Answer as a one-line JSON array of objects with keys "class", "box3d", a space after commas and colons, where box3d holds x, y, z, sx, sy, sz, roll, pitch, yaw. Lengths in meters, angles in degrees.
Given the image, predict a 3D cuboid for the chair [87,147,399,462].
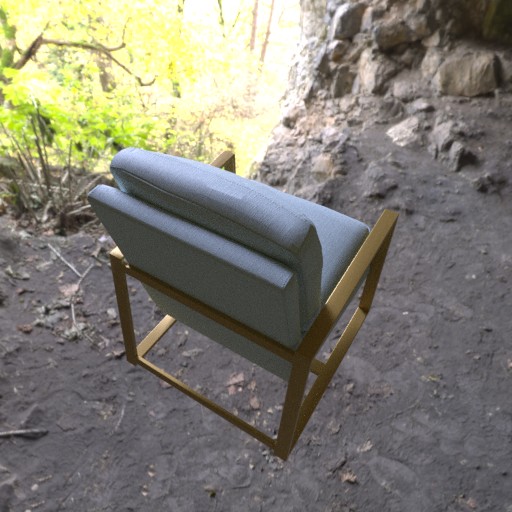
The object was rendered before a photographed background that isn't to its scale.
[{"class": "chair", "box3d": [0.000, 0.000, 1.586, 0.758, 0.956, 0.813, 25, 51, 22]}]
